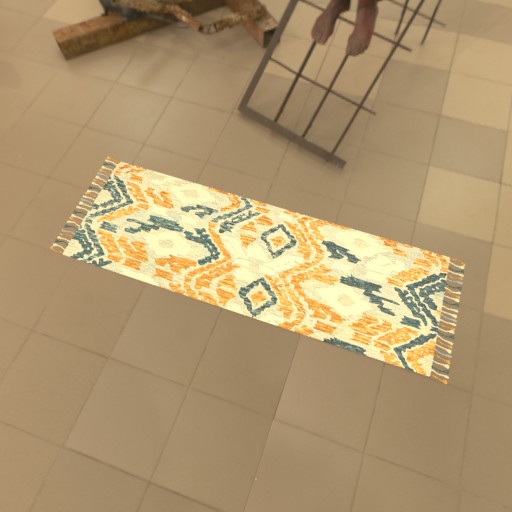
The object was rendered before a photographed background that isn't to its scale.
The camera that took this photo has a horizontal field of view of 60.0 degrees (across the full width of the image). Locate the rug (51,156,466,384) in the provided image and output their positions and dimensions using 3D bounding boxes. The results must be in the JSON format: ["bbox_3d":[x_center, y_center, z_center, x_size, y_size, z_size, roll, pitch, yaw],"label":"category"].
[{"bbox_3d":[0.000,0.000,2.709,2.437,0.010,0.783,17,65,8],"label":"rug"}]
